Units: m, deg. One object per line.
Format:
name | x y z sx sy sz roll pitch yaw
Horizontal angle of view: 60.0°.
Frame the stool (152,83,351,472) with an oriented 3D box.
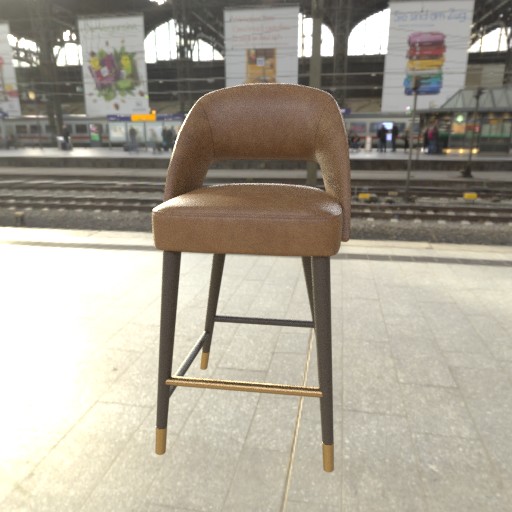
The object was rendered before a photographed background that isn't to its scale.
stool | 0.000 0.000 1.221 0.494 0.940 0.509 2 16 8
